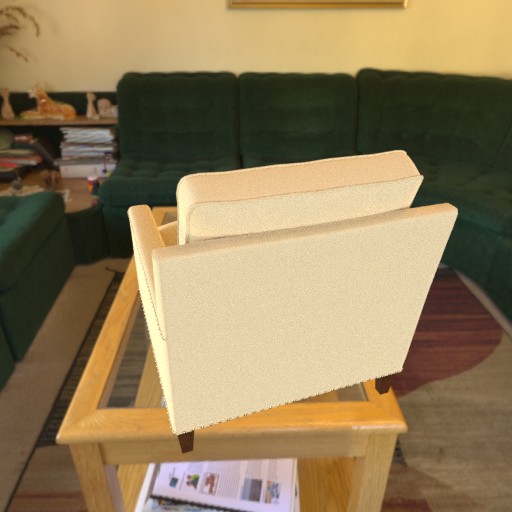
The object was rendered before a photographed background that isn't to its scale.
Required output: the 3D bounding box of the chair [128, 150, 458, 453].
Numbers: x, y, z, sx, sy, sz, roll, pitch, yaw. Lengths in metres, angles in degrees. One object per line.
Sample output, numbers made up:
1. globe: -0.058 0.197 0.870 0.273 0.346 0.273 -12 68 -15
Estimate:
1. chair: 0.000 0.000 1.680 0.853 0.943 1.014 -10 30 -17
